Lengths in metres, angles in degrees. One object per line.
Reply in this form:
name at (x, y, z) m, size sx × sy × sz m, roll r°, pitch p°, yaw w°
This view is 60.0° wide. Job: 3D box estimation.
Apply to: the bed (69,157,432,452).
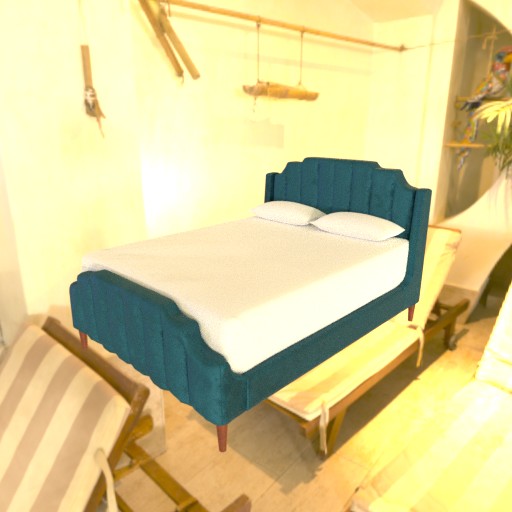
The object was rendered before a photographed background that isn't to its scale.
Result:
bed at (0.000, 0.000, 3.413) m, size 1.678 × 1.338 × 2.322 m, roll 16°, pitch 23°, yaw 42°
